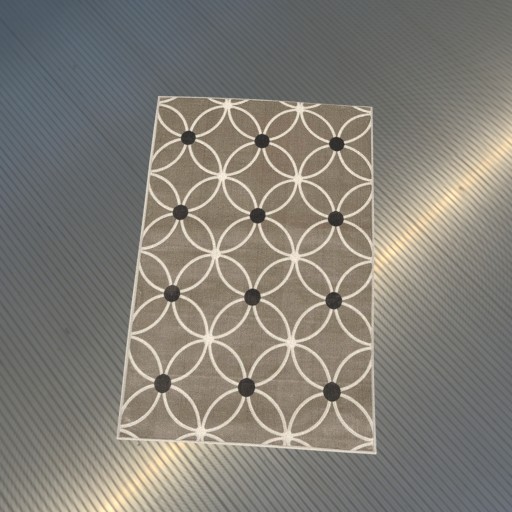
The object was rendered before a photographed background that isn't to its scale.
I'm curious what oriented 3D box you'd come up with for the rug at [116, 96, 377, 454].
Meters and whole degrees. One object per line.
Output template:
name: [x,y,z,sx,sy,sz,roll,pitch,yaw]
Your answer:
rug: [0.000,0.000,2.851,1.522,0.008,2.284,3,75,1]
